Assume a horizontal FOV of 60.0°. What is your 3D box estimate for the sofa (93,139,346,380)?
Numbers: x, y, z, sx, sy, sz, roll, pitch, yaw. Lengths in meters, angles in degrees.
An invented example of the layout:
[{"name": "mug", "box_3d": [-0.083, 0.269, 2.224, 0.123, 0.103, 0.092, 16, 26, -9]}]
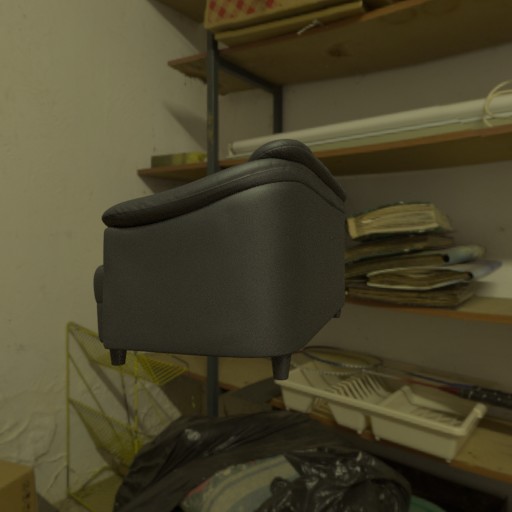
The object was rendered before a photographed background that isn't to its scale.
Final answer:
[{"name": "sofa", "box_3d": [0.000, 0.000, 2.277, 0.800, 0.811, 1.829, 0, 1, 17]}]
